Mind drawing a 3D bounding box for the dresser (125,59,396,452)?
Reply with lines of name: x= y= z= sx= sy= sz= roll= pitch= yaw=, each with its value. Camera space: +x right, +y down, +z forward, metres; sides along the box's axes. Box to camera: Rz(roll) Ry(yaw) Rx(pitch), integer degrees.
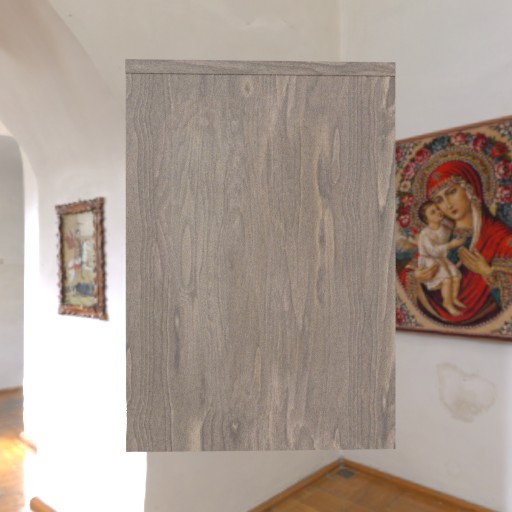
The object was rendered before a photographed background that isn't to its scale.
dresser: x=0.000 y=0.000 z=1.270 sx=0.529 sy=0.762 sz=0.809 roll=0 pitch=0 yaw=-2
